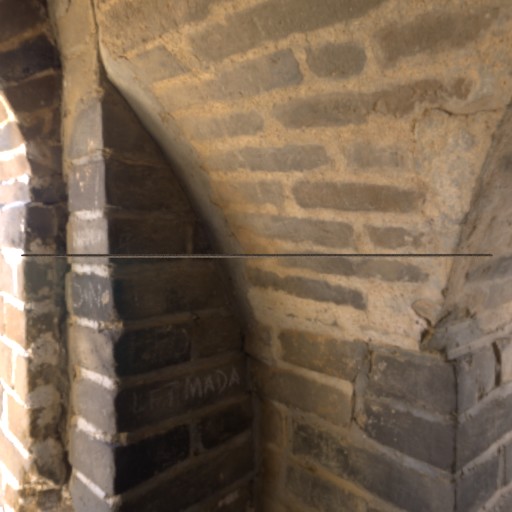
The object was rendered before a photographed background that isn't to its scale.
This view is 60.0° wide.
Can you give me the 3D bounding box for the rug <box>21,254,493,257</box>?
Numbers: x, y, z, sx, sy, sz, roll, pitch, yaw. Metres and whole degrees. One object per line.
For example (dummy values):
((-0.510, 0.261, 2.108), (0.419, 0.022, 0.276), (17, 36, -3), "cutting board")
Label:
((0.000, 0.000, 2.673), (2.388, 0.012, 0.864), (0, -1, 1), "rug")
